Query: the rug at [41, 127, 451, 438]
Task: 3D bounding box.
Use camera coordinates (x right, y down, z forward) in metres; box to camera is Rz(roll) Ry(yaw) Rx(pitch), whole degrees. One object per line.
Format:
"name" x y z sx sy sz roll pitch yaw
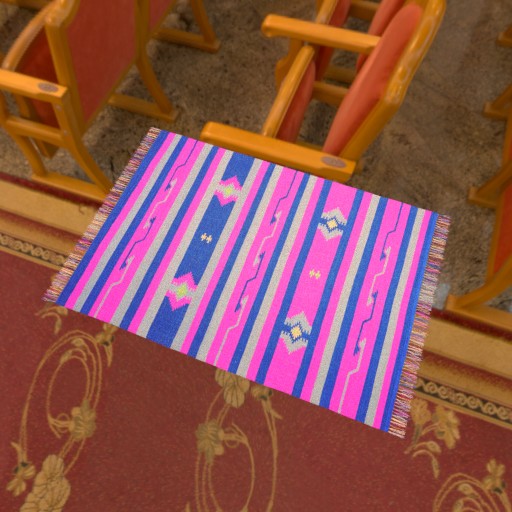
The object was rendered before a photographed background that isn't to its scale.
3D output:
"rug" 0.000 0.000 2.941 2.350 0.013 1.539 19 65 9
